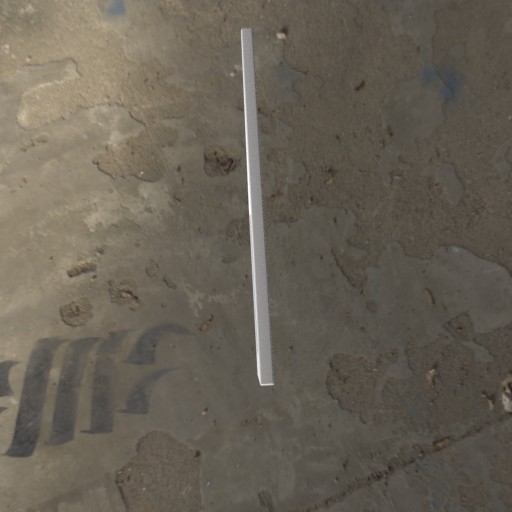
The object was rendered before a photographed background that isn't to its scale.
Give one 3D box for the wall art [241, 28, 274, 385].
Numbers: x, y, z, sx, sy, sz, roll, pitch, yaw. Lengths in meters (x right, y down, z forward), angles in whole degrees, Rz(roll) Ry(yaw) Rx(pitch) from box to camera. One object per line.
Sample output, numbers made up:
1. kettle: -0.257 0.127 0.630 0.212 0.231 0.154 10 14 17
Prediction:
1. wall art: 0.000 0.000 0.617 0.011 0.482 0.329 -3 76 -1
